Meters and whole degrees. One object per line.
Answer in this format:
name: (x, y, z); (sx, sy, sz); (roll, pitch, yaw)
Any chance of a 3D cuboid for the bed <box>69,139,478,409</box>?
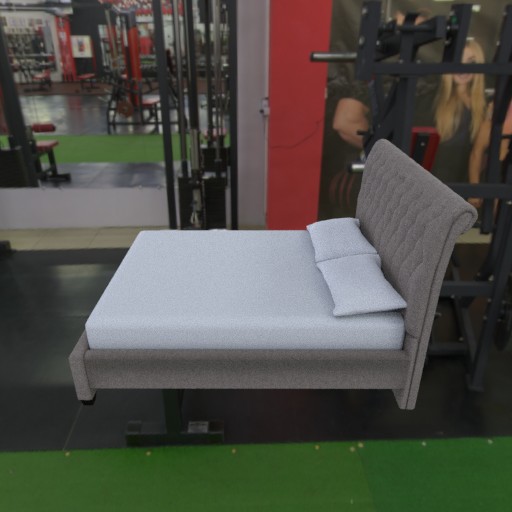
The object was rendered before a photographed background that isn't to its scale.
bed: (0.000, 0.000, 3.252); (2.252, 1.371, 1.645); (0, 26, 0)
